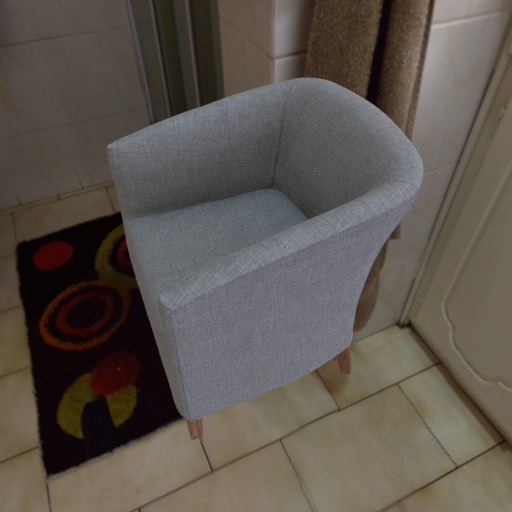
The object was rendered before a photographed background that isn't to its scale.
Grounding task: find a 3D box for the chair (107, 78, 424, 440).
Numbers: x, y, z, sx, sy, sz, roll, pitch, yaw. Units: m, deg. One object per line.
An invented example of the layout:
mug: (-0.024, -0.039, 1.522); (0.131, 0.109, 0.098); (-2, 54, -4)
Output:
chair: (0.000, 0.000, 1.270); (0.668, 0.771, 0.600); (-17, 49, -15)
